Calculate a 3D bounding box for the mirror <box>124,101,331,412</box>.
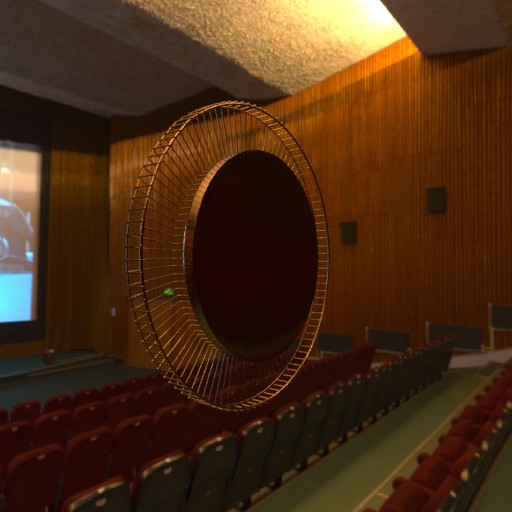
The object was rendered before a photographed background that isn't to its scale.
[{"bbox_3d":[0.000,0.000,1.051,0.067,0.703,0.703,-1,-1,37],"label":"mirror"}]
